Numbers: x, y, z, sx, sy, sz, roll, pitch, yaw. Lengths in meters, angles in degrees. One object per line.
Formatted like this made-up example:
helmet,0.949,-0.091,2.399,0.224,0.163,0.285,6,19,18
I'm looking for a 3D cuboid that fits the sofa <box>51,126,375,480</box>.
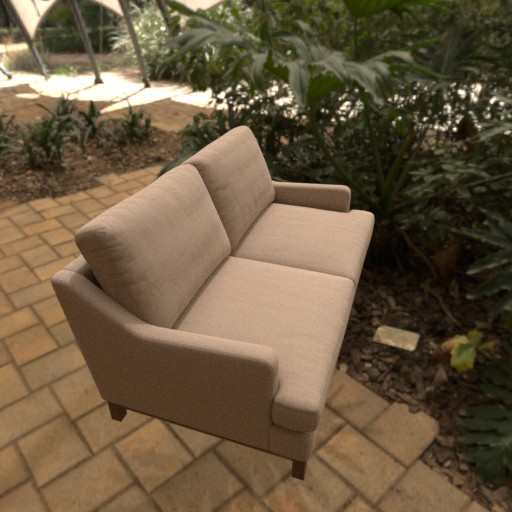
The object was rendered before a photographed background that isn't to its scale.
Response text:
sofa,0.000,0.000,2.190,1.004,0.910,1.619,10,32,17
